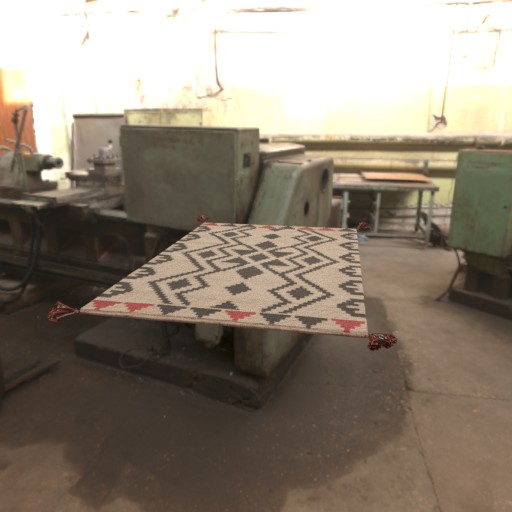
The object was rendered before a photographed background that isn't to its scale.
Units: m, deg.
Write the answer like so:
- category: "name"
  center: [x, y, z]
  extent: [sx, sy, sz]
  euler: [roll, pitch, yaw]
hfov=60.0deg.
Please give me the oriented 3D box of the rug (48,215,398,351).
- category: "rug"
  center: [0.000, 0.000, 2.665]
  extent: [1.444, 0.067, 2.069]
  euler: [3, 17, 11]
